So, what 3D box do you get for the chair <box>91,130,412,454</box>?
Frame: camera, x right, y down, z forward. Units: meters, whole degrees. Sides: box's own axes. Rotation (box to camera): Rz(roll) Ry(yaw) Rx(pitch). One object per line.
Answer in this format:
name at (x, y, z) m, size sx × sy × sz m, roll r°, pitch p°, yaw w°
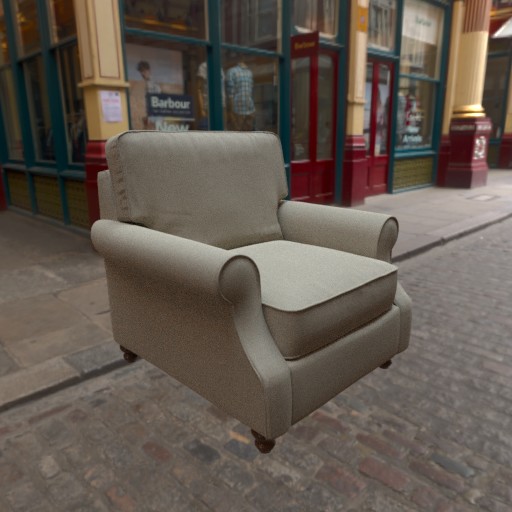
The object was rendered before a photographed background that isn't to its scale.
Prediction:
chair at (0.000, 0.000, 1.771) m, size 0.966 × 0.967 × 1.029 m, roll 15°, pitch 21°, yaw 43°
